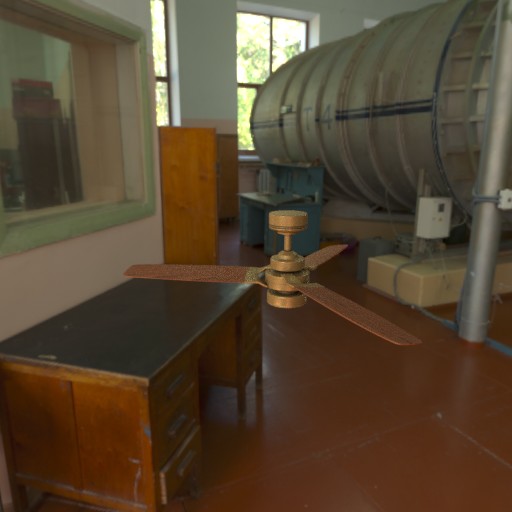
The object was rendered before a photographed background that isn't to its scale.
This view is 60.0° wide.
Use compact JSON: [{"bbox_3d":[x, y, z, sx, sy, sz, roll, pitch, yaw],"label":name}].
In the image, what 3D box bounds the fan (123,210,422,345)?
[{"bbox_3d":[0.000,0.000,2.091,1.271,0.425,1.416,2,14,9],"label":"fan"}]
